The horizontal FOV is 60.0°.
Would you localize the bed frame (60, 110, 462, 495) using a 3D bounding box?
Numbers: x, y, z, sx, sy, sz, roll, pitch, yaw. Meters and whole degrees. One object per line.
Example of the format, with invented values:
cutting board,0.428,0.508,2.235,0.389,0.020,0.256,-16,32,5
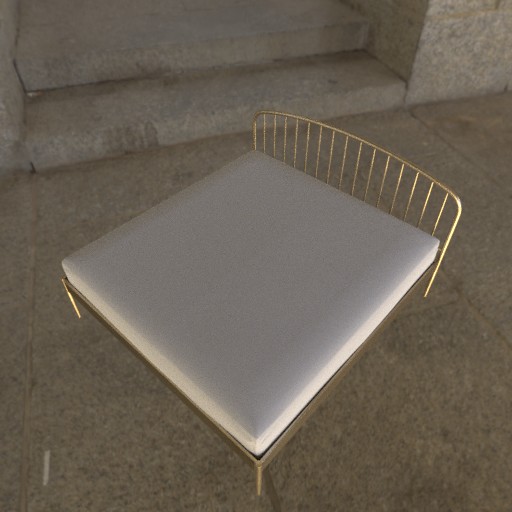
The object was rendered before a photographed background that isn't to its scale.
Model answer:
bed frame,0.000,0.000,3.303,2.016,1.174,2.152,33,53,29
